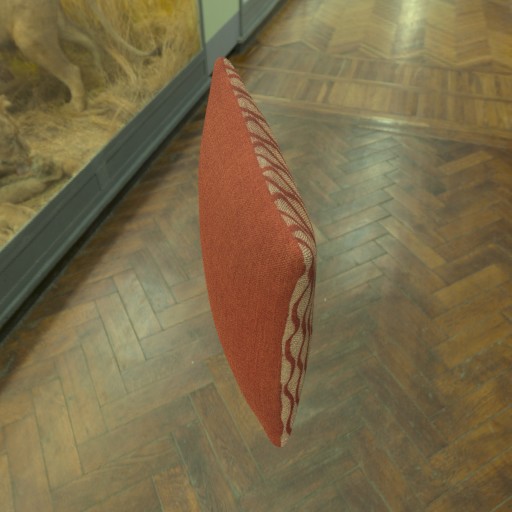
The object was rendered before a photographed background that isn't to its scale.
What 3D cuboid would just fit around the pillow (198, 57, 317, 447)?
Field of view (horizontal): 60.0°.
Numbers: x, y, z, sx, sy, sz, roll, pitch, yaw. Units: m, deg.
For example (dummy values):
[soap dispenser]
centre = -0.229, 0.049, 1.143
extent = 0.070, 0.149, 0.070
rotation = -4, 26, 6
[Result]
[pillow]
centre = 0.000, 0.000, 0.670
extent = 0.159, 0.434, 0.429
rotation = -10, 46, -9
